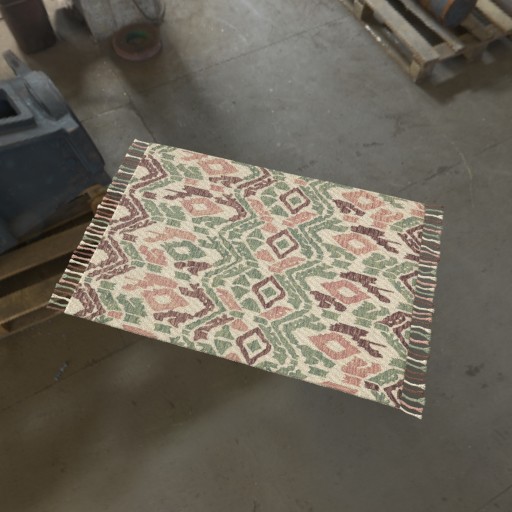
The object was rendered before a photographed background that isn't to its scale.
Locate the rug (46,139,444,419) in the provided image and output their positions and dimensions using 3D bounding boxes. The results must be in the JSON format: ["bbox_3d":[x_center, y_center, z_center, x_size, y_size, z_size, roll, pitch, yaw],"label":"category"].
[{"bbox_3d":[0.000,0.000,3.042,2.438,0.011,1.524,14,64,7],"label":"rug"}]
